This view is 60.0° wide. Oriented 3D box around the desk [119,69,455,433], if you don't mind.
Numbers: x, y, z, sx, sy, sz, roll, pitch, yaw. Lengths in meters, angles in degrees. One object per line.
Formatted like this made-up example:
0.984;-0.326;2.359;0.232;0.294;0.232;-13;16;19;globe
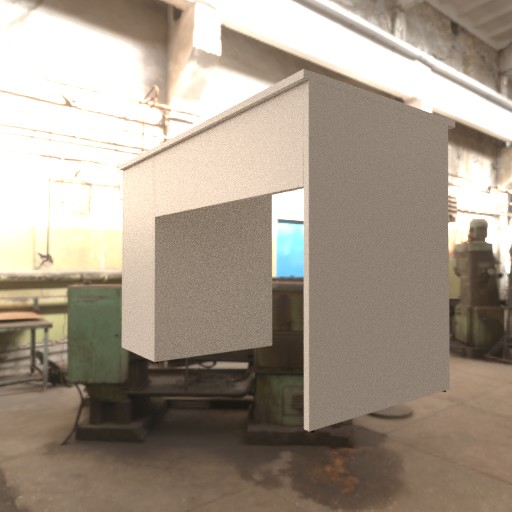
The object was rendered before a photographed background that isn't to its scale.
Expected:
0.000;0.000;1.494;0.560;0.735;1.097;1;-1;-36;desk
